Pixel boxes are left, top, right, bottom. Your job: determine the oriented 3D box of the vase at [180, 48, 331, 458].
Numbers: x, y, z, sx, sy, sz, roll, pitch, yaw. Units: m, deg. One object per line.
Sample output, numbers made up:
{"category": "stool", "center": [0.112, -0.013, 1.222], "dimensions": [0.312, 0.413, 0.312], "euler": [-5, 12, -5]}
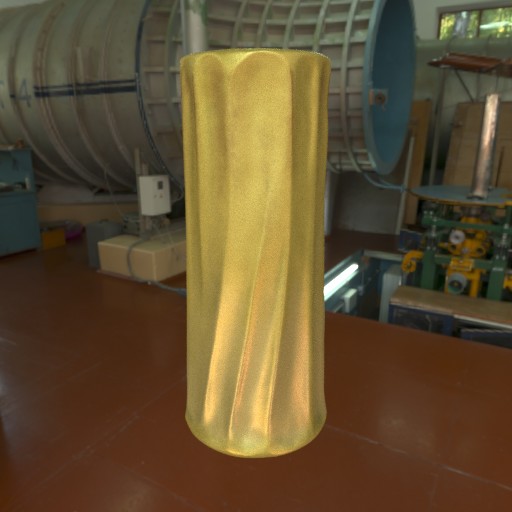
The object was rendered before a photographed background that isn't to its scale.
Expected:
{"category": "vase", "center": [0.000, 0.000, 0.175], "dimensions": [0.061, 0.143, 0.061], "euler": [0, 16, 0]}
